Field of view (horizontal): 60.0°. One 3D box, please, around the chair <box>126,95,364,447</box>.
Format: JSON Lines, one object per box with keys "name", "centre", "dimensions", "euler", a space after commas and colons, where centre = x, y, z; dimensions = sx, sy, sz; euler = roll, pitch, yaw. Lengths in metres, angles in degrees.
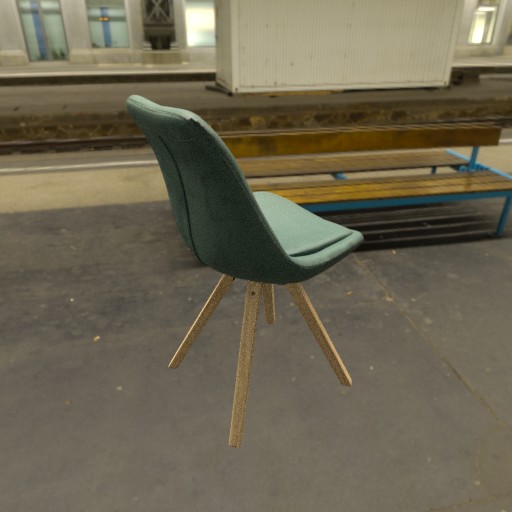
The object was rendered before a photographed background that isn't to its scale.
{"name": "chair", "centre": [0.000, 0.000, 1.238], "dimensions": [0.547, 0.865, 0.483], "euler": [-18, 33, -31]}
